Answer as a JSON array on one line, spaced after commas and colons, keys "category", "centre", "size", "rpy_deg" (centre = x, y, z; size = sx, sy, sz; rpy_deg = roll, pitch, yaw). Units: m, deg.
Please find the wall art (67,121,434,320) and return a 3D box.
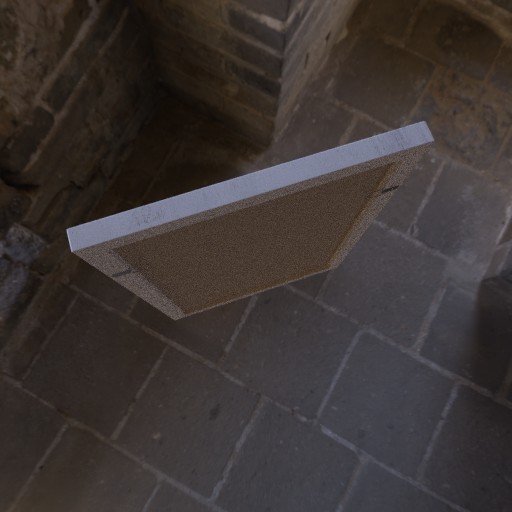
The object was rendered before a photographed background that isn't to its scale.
[{"category": "wall art", "centre": [0.000, 0.000, 1.170], "size": [0.624, 0.914, 0.043], "rpy_deg": [-18, 76, -5]}]
